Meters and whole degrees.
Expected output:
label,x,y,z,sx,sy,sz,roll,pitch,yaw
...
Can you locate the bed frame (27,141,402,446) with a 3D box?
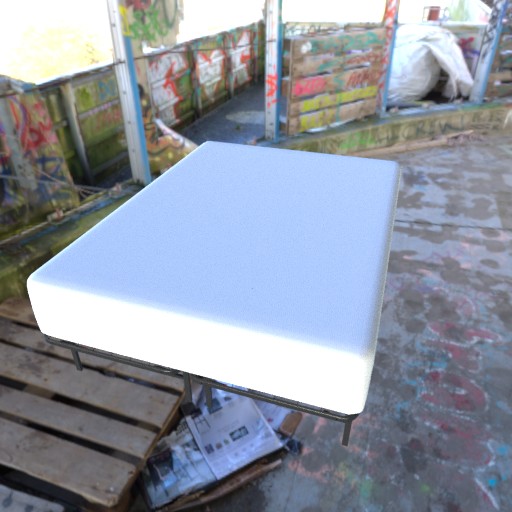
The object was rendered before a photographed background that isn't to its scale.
label,x,y,z,sx,sy,sz,roll,pitch,yaw
bed frame,0.000,0.000,2.715,1.528,0.677,2.037,10,34,15
